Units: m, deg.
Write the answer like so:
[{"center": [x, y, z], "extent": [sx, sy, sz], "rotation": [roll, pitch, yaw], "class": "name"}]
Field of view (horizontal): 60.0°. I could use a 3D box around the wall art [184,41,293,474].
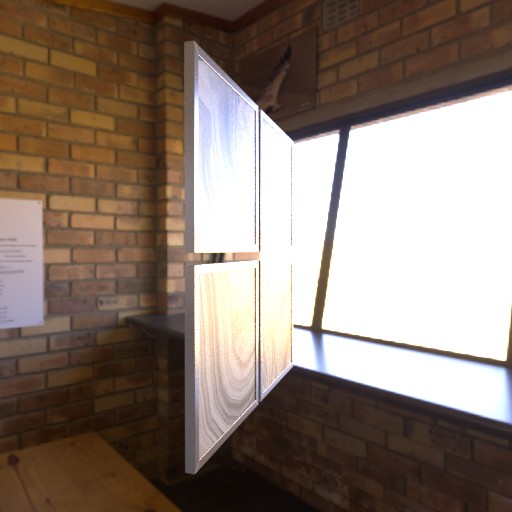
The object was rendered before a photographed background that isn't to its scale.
[{"center": [0.000, 0.000, 1.679], "extent": [0.029, 1.118, 1.118], "rotation": [0, 1, 18], "class": "wall art"}]
